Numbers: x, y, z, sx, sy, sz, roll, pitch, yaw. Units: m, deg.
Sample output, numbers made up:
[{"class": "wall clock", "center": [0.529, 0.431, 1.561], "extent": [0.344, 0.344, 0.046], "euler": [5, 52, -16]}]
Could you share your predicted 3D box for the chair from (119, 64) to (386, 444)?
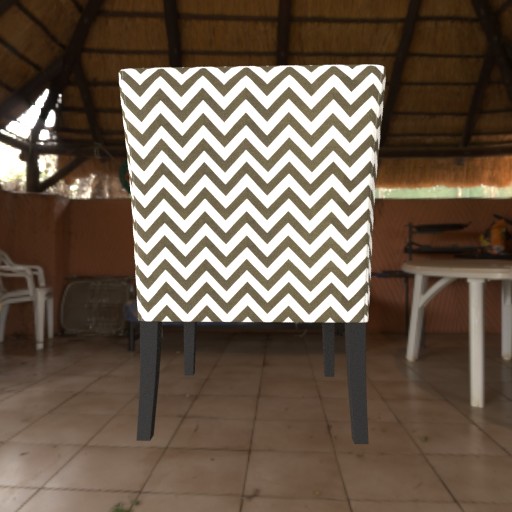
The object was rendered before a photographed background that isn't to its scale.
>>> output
[{"class": "chair", "center": [0.000, 0.000, 1.277], "extent": [0.589, 0.838, 0.648], "euler": [0, 0, 2]}]
